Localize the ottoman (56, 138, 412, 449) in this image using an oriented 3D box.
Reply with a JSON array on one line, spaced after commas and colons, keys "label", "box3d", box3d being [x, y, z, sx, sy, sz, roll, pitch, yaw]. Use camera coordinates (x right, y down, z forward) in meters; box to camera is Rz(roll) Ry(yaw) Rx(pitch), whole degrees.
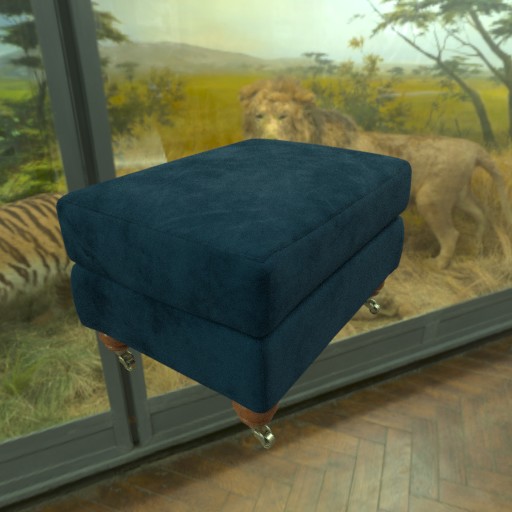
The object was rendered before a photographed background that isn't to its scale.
[{"label": "ottoman", "box3d": [0.000, 0.000, 1.174, 0.572, 0.503, 0.773, 17, 31, 31]}]
